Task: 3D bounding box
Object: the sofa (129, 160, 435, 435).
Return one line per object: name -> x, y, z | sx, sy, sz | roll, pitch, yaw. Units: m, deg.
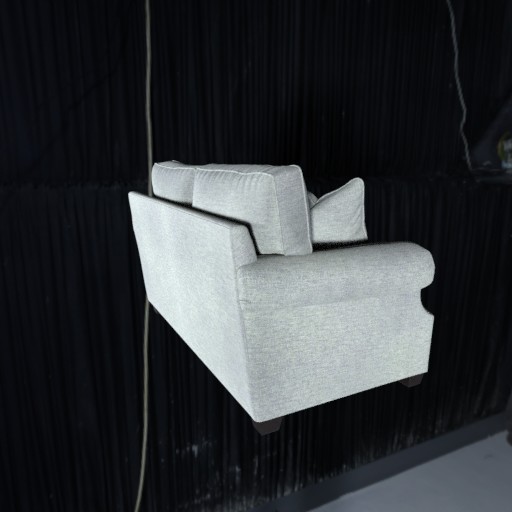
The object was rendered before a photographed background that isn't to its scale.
sofa -> 0.000, 0.000, 2.320 | 0.966, 0.966, 1.701 | -7, 14, -27
